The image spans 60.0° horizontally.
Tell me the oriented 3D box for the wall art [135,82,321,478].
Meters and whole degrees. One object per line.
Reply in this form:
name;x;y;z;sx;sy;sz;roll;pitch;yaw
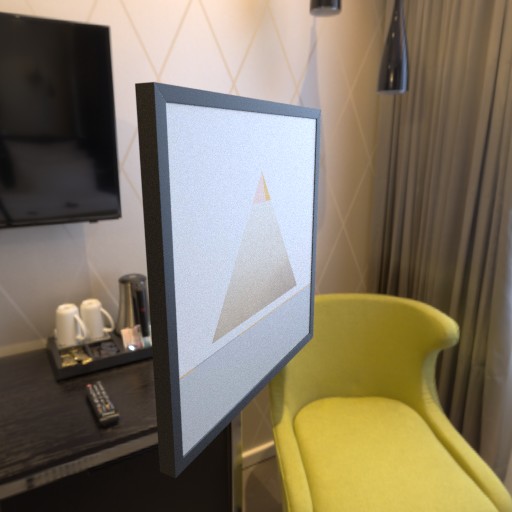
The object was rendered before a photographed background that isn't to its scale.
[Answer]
wall art;0.000;0.000;1.153;0.042;0.766;0.769;8;17;28
